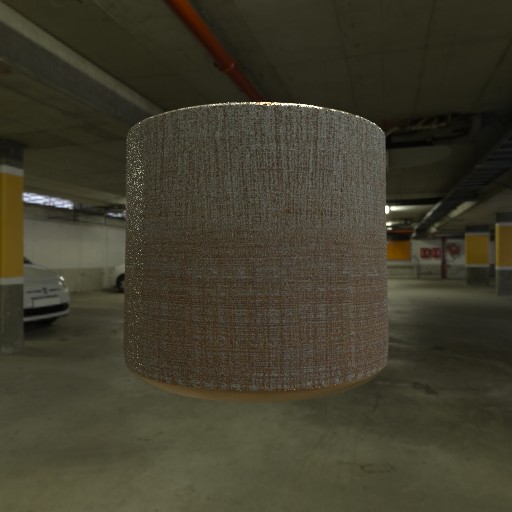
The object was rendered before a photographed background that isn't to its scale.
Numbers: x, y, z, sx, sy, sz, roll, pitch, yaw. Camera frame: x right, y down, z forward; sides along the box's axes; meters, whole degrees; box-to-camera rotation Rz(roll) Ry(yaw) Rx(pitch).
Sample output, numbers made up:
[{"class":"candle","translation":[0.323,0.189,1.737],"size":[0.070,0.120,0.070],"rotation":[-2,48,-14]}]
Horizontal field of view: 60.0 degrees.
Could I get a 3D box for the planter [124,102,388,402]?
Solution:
[{"class":"planter","translation":[0.000,0.000,0.310],"size":[0.177,0.157,0.177],"rotation":[0,0,0]}]
